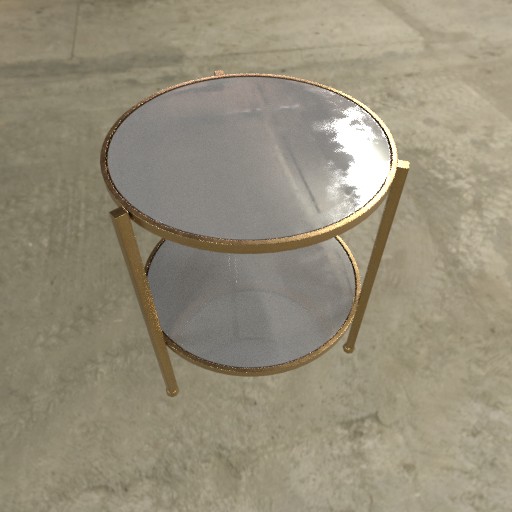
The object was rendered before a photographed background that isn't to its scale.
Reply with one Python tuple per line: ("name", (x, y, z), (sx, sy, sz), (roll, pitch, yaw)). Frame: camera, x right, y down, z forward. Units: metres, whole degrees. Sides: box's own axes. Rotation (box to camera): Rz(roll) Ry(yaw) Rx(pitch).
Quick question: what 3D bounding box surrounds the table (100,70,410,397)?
("table", (0.000, 0.000, 0.451), (0.243, 0.269, 0.231), (12, 49, 10))
